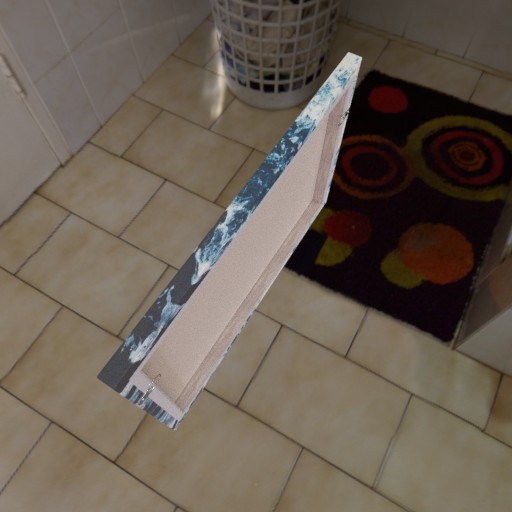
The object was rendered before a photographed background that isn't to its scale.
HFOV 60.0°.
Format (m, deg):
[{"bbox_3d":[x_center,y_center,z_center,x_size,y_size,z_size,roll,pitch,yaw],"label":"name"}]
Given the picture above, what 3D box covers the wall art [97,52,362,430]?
[{"bbox_3d":[0.000,0.000,1.159,0.042,0.610,0.915,29,66,14],"label":"wall art"}]
